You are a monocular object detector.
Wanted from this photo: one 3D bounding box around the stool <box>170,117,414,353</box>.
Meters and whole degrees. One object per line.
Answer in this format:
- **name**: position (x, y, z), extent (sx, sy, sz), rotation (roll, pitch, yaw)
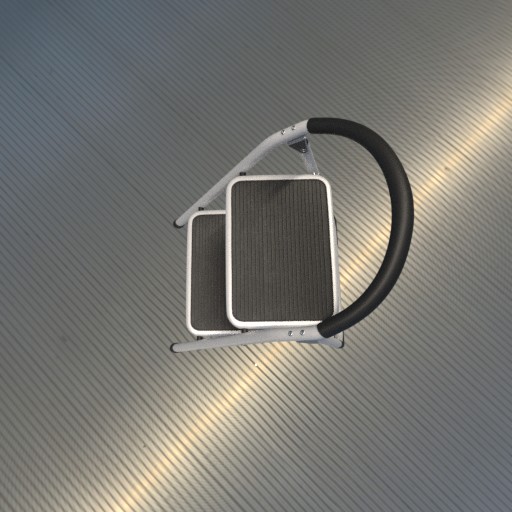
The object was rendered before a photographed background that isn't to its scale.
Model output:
- **stool**: position (0.000, 0.000, 1.114), extent (0.559, 0.760, 0.453), rotation (-1, 76, 0)
